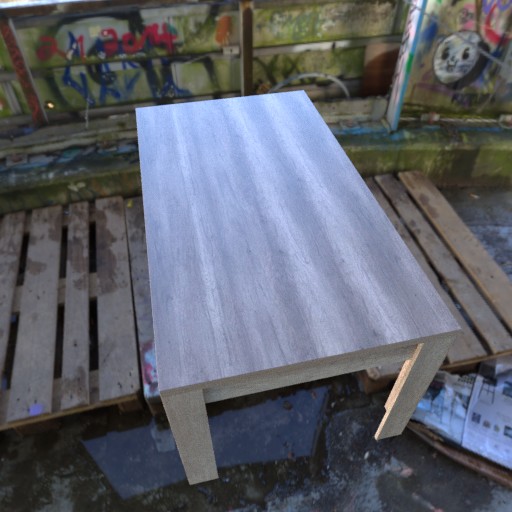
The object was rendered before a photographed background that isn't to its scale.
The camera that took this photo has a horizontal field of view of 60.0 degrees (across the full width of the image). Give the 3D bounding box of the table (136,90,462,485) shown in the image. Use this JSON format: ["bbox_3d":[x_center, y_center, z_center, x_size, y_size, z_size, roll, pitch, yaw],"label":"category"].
[{"bbox_3d":[0.000,0.000,2.079,0.900,0.775,1.600,-9,47,-9],"label":"table"}]
